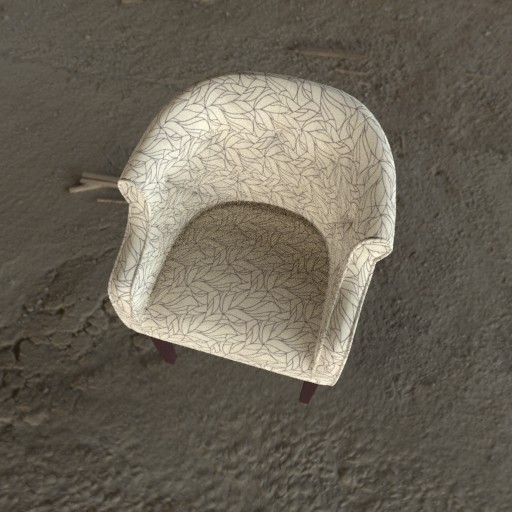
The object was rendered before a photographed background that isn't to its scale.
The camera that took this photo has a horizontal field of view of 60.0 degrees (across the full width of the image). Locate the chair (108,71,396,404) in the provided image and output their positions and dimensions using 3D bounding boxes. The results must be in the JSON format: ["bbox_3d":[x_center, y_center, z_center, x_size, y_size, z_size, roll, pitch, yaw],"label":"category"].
[{"bbox_3d":[0.000,0.000,1.325,0.686,0.858,0.613,14,58,9],"label":"chair"}]
